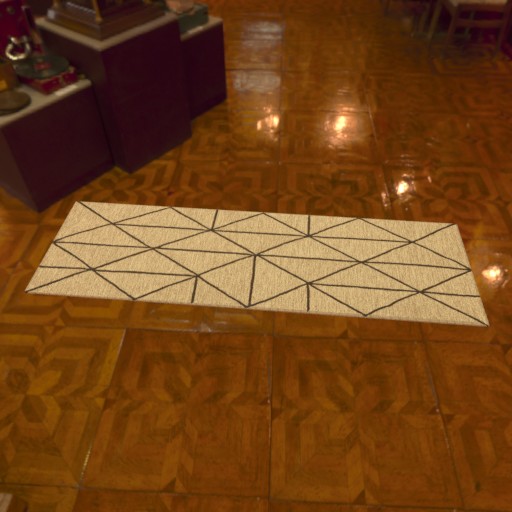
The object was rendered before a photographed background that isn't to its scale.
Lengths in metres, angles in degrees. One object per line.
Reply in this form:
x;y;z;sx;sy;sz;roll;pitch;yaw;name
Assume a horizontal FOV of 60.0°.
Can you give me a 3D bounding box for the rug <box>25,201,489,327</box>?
0.000;0.000;2.573;2.438;0.012;0.762;4;47;4;rug
